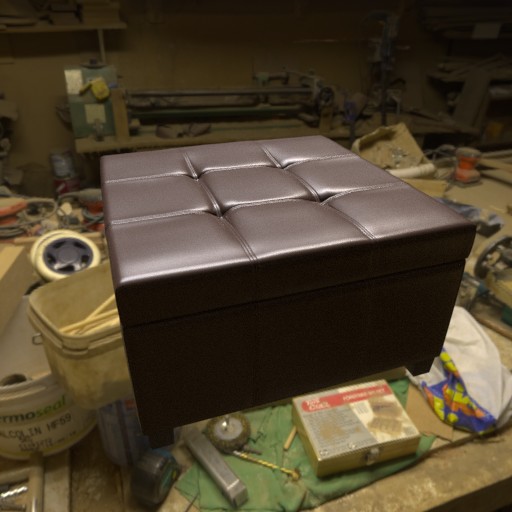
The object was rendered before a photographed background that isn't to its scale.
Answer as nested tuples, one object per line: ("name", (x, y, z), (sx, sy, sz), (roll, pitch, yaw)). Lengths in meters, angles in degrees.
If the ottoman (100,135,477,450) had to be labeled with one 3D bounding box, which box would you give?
("ottoman", (0.000, 0.000, 1.286), (0.787, 0.460, 0.788), (-10, 32, -16))
